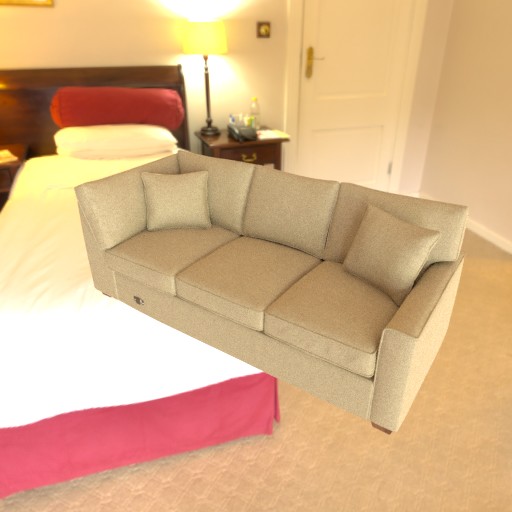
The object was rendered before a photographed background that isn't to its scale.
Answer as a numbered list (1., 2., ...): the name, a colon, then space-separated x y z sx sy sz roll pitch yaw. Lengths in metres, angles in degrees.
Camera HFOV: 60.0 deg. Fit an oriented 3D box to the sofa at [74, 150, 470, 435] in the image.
1. sofa: 0.000 0.000 2.872 2.317 0.962 1.061 18 33 30
